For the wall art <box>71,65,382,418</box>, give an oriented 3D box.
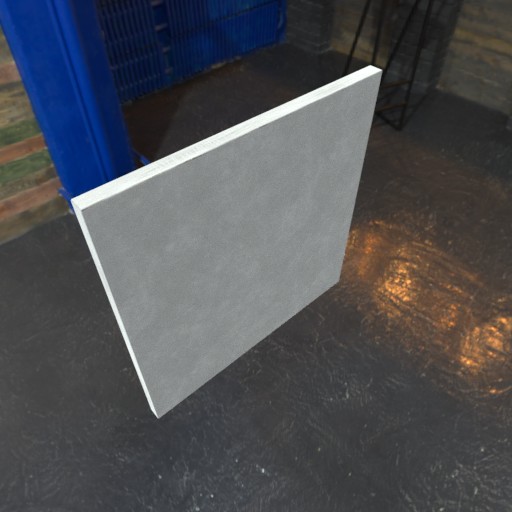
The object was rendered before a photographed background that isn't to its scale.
[{"bbox_3d":[0.000,0.000,0.457,0.303,0.303,0.015,-33,54,-27],"label":"wall art"}]
